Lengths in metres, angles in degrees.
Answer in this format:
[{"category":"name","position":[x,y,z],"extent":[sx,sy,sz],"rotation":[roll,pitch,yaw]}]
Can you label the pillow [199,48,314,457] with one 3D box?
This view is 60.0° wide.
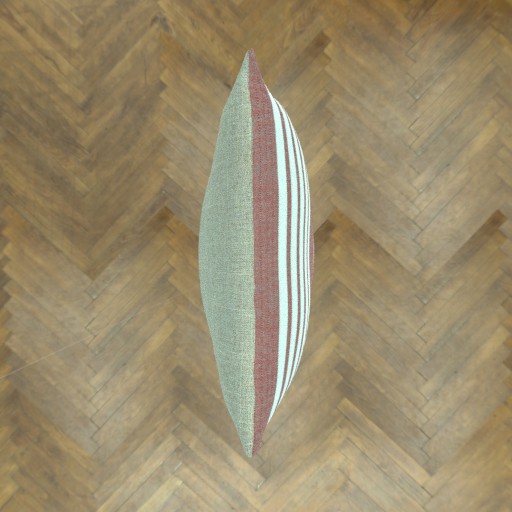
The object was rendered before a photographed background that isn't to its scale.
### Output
[{"category":"pillow","position":[0.000,0.000,0.669],"extent":[0.182,0.427,0.439],"rotation":[0,90,1]}]
